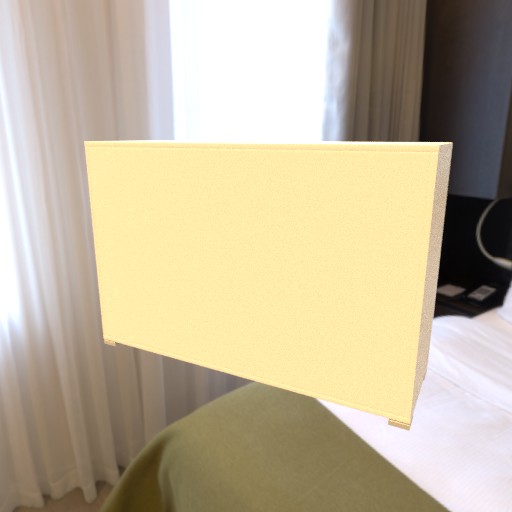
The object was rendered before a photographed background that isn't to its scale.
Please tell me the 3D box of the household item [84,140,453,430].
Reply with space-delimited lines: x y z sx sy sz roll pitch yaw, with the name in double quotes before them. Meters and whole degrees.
"household item" 0.000 0.000 1.740 1.300 0.867 0.420 8 17 27
